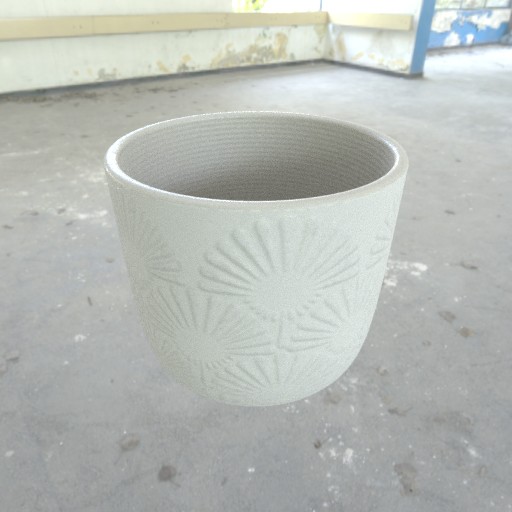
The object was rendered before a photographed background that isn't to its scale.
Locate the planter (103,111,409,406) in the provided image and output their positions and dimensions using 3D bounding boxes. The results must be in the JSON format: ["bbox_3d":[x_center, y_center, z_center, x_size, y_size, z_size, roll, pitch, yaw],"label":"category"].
[{"bbox_3d":[0.000,0.000,0.214,0.124,0.109,0.124,0,31,0],"label":"planter"}]
